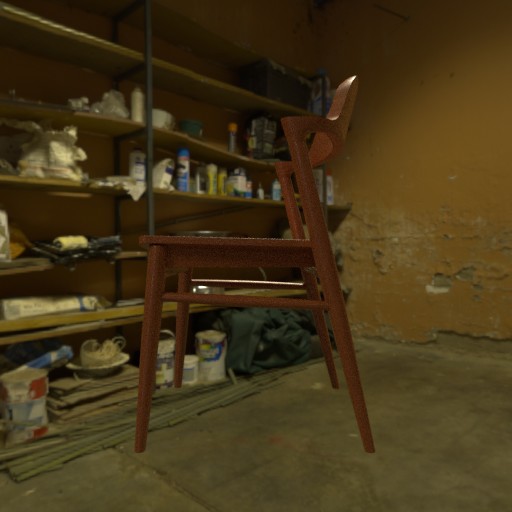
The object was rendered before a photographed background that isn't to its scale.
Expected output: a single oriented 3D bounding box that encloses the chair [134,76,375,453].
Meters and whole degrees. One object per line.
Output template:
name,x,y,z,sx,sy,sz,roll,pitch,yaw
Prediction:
chair,0.000,0.000,1.120,0.499,0.801,0.496,0,1,1
